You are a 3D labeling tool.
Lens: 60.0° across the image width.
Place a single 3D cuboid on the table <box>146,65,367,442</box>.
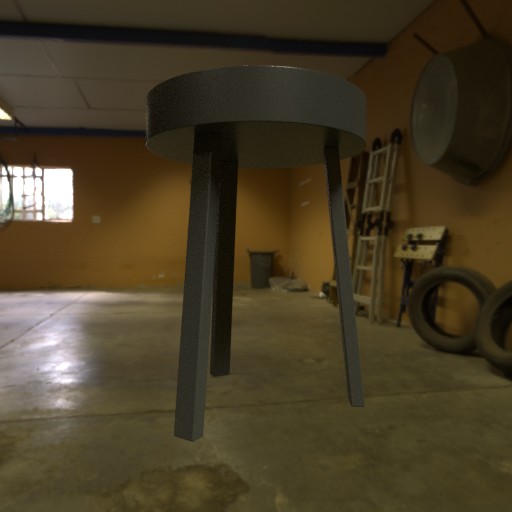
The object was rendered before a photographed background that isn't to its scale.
[{"bbox_3d":[0.000,0.000,0.848,0.406,0.559,0.406,0,2,0],"label":"table"}]
